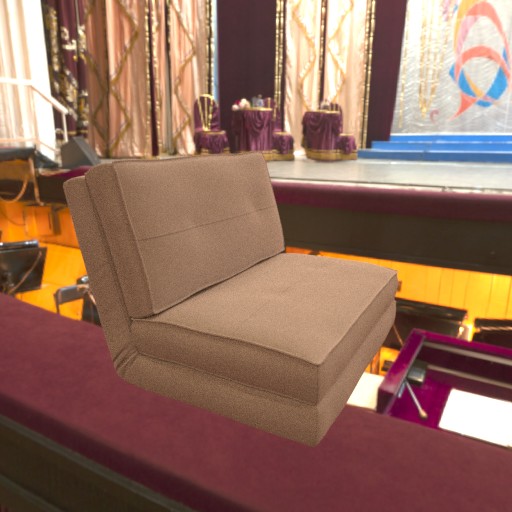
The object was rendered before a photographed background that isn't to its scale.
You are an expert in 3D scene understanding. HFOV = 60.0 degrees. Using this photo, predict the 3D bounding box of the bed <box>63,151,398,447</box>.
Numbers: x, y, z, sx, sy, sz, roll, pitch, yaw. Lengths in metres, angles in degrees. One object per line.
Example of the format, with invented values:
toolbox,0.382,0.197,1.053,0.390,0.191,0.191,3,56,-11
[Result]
bed,0.000,0.000,1.373,0.749,0.614,0.799,8,17,28
